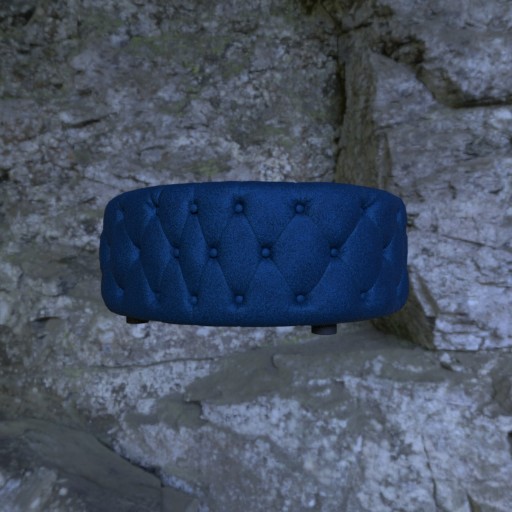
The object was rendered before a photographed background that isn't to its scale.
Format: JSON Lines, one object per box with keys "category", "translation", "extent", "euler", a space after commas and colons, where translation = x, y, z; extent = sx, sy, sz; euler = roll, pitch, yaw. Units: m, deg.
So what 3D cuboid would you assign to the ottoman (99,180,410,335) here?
{"category": "ottoman", "translation": [0.000, 0.000, 1.518], "extent": [0.998, 0.398, 0.998], "euler": [0, 1, 0]}
